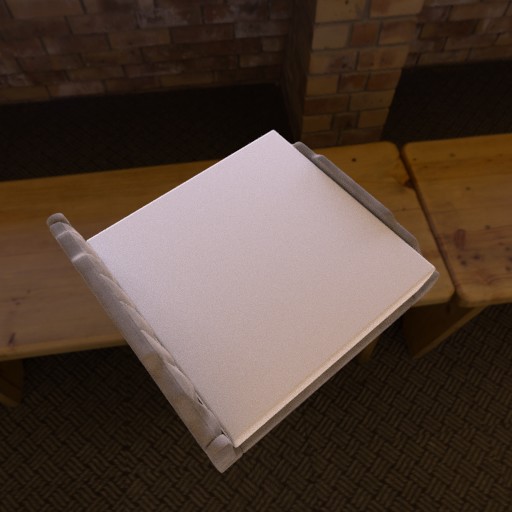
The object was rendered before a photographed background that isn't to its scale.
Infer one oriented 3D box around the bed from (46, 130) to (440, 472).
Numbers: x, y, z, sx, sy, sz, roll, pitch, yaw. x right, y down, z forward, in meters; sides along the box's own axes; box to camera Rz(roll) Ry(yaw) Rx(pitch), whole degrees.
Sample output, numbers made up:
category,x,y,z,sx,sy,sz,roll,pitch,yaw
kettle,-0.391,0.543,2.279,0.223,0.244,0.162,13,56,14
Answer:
category,x,y,z,sx,sy,sz,roll,pitch,yaw
bed,0.000,0.000,3.565,2.340,1.245,2.074,-35,65,-19
